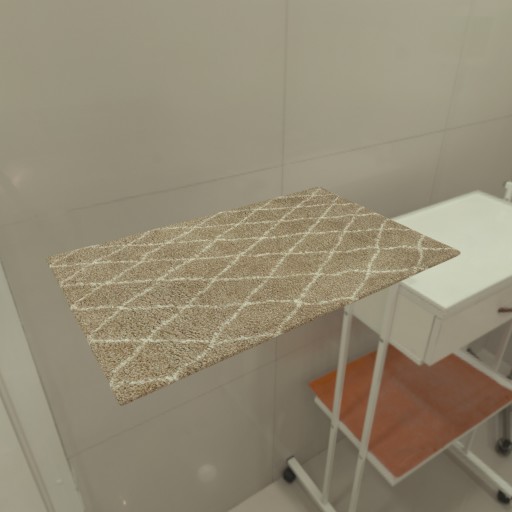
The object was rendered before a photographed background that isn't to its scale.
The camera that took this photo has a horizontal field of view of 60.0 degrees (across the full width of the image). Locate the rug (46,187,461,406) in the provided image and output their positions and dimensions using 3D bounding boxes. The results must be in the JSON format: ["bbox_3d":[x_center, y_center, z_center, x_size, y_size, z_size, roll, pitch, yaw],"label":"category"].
[{"bbox_3d":[0.000,0.000,3.059,2.438,0.030,1.524,-18,34,-29],"label":"rug"}]
